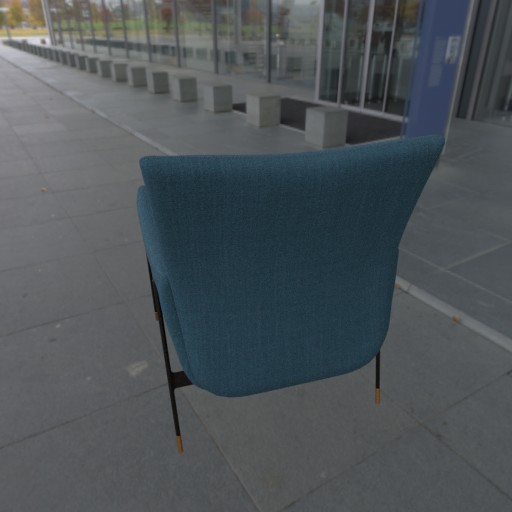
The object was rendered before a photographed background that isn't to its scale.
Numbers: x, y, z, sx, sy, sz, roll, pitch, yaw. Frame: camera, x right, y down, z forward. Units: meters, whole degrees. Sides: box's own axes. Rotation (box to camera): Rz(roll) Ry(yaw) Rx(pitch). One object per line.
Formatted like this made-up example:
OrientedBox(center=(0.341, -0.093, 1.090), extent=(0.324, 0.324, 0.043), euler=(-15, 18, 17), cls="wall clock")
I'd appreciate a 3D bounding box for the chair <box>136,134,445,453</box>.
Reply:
OrientedBox(center=(0.000, 0.000, 1.398), extent=(0.678, 0.859, 0.769), euler=(-8, 28, -15), cls="chair")
